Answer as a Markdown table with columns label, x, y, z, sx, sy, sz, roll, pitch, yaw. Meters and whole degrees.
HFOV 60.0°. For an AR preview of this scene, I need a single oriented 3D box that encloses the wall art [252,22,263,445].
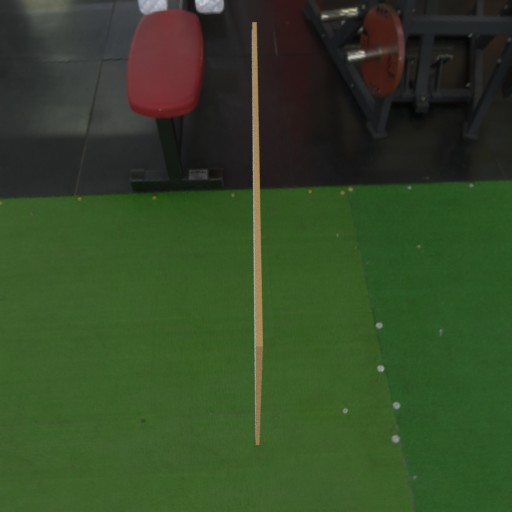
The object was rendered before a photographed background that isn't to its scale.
| label | x | y | z | sx | sy | sz | roll | pitch | yaw |
| --- | --- | --- | --- | --- | --- | --- | --- | --- | --- |
| wall art | 0.000 | 0.000 | 1.406 | 0.013 | 0.959 | 0.962 | -1 | 58 | 0 |
